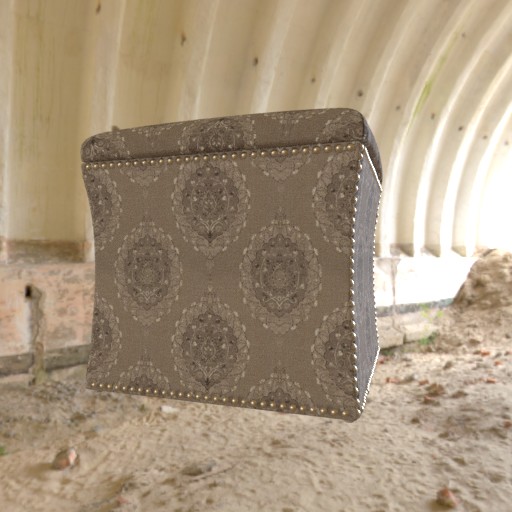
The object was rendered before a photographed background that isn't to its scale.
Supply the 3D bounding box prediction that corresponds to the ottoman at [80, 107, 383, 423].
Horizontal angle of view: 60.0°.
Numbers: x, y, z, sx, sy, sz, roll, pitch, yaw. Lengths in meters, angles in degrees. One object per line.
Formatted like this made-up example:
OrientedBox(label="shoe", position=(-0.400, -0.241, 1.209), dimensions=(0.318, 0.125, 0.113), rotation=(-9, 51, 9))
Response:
OrientedBox(label="ottoman", position=(0.000, 0.000, 0.914), dimensions=(0.497, 0.473, 0.507), rotation=(0, 0, 19))
